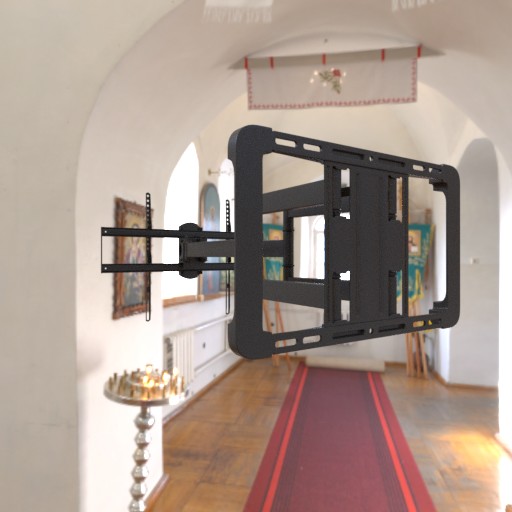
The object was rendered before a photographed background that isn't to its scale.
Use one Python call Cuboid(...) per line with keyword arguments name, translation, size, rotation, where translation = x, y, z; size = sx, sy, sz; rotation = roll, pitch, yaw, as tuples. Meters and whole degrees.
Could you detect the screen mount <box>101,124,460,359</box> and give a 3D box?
Cuboid(name="screen mount", translation=(0.000, 0.000, 1.368), size=(0.725, 0.483, 0.905), rotation=(0, 0, -35))
